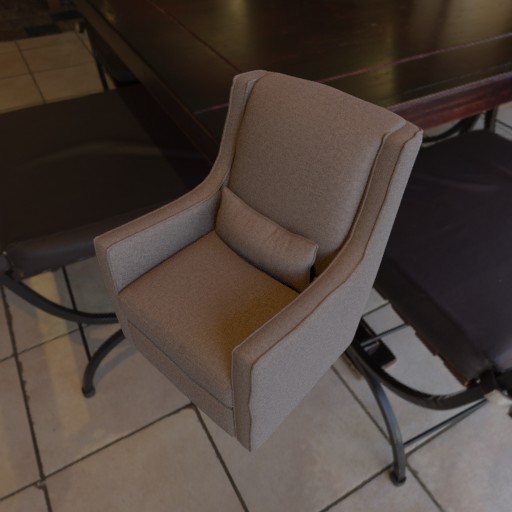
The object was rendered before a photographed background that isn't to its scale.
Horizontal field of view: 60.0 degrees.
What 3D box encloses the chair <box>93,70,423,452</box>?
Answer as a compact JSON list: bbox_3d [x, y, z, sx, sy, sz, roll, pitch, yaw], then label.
[{"bbox_3d":[0.000,0.000,1.605,0.732,0.993,0.879,32,54,28],"label":"chair"}]
